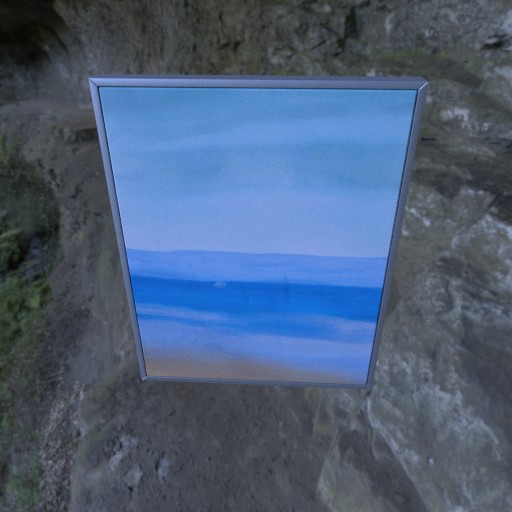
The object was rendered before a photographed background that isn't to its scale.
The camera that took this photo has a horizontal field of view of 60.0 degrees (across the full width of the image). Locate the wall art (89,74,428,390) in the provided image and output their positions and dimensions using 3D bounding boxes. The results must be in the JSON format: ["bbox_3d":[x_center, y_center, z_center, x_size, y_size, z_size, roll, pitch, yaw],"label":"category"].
[{"bbox_3d":[0.000,0.000,0.733,0.445,0.553,0.039,2,30,3],"label":"wall art"}]
